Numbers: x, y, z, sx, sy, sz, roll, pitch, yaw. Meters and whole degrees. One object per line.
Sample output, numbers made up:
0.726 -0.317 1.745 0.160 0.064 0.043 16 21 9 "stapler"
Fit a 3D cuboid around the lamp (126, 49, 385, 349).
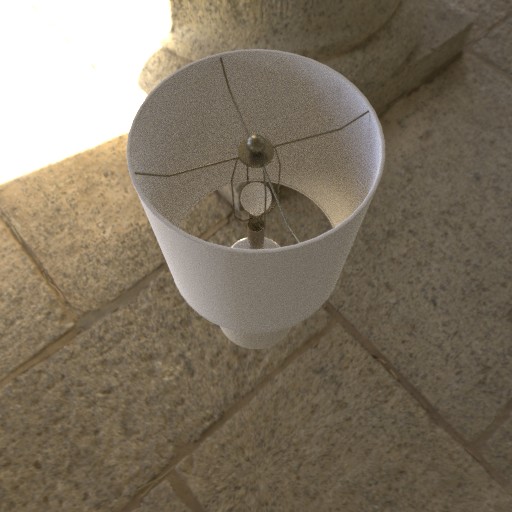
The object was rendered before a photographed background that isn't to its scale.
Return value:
0.000 0.000 0.499 0.188 0.392 0.188 18 65 9 "lamp"
